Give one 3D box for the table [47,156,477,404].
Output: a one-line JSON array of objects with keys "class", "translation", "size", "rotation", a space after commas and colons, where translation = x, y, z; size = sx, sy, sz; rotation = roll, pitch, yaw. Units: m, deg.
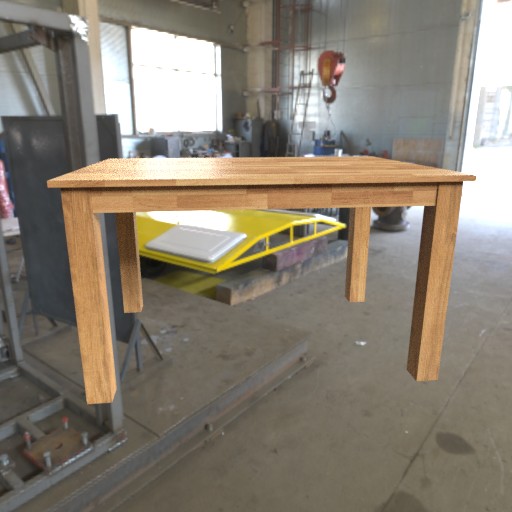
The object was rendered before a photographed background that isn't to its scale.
[{"class": "table", "translation": [0.000, 0.000, 1.862], "size": [1.300, 0.750, 0.900], "rotation": [-2, 16, -7]}]
